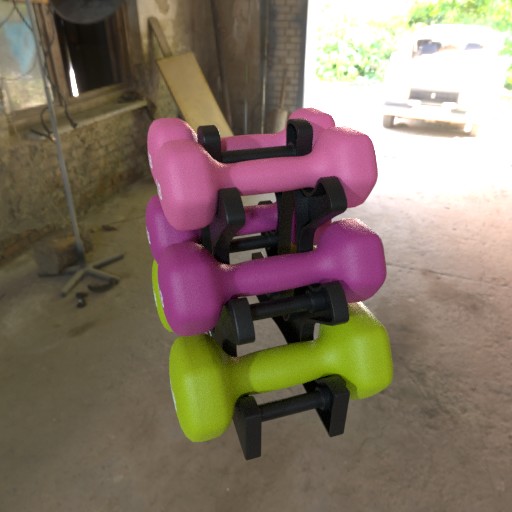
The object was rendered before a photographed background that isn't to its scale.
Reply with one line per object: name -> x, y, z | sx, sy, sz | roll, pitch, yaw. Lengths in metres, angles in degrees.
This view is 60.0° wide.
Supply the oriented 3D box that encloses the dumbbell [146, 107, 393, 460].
dumbbell -> 0.000, 0.000, 0.442 | 0.203, 0.261, 0.257 | -9, 32, -15
